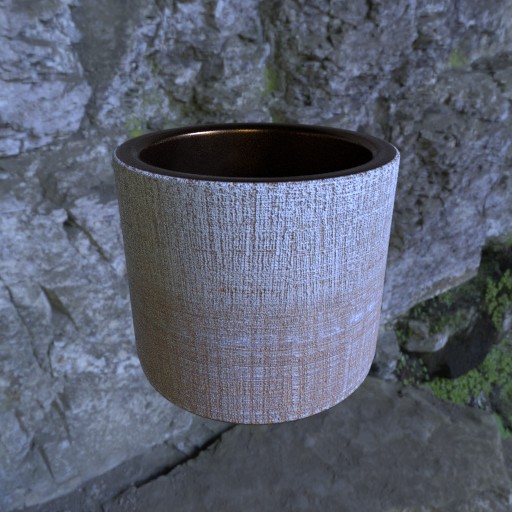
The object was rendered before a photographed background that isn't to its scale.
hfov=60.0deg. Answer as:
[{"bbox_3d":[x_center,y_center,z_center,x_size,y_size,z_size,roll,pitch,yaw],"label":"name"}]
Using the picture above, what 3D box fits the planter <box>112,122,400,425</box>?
[{"bbox_3d":[0.000,0.000,0.191,0.109,0.096,0.109,0,26,0],"label":"planter"}]
